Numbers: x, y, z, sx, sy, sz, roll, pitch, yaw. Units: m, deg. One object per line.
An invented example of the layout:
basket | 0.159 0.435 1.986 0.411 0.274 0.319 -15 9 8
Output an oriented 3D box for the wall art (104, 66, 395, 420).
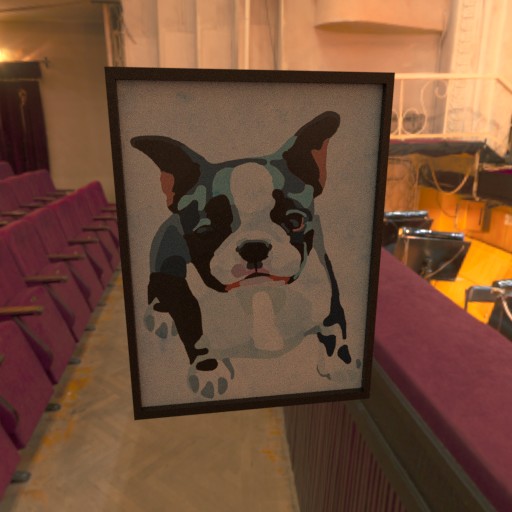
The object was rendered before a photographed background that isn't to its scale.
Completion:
wall art | 0.000 0.000 1.319 0.774 1.027 0.030 -2 16 -8
